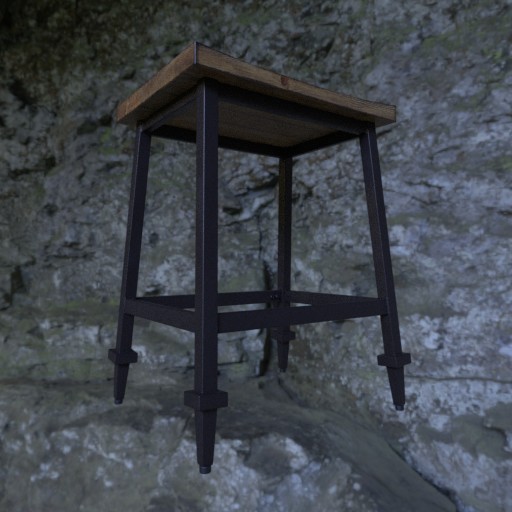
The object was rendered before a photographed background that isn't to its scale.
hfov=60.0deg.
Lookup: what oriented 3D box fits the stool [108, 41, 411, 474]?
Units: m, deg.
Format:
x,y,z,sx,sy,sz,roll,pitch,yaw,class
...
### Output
x,y,z,sx,sy,sz,roll,pitch,yaw,class
0.000,0.000,0.922,0.486,0.625,0.405,0,-1,-36,stool
